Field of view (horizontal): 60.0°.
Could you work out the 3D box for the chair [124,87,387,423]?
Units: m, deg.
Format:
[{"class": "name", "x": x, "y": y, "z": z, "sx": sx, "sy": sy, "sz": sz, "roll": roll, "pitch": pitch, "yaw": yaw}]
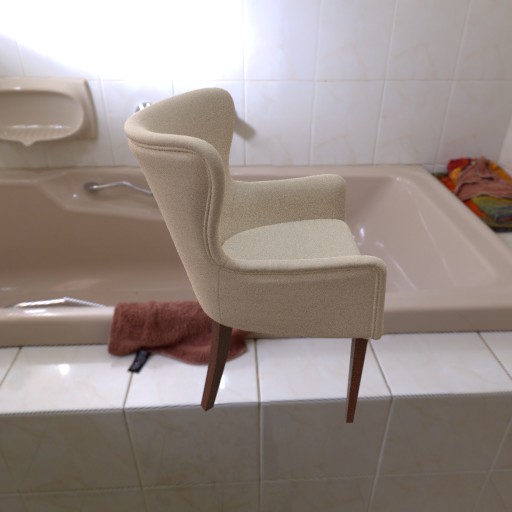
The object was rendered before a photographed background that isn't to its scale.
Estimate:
[{"class": "chair", "x": 0.000, "y": 0.000, "z": 1.520, "sx": 0.744, "sy": 0.990, "sz": 0.696, "roll": 0, "pitch": 31, "yaw": 0}]
